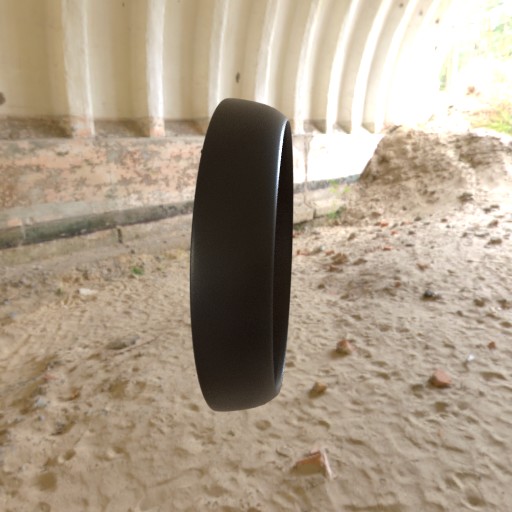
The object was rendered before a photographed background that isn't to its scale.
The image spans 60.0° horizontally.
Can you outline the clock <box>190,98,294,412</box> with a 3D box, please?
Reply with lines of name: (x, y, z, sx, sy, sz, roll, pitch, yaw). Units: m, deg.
clock: (0.000, 0.000, 0.446, 0.060, 0.300, 0.300, 2, 16, 7)
